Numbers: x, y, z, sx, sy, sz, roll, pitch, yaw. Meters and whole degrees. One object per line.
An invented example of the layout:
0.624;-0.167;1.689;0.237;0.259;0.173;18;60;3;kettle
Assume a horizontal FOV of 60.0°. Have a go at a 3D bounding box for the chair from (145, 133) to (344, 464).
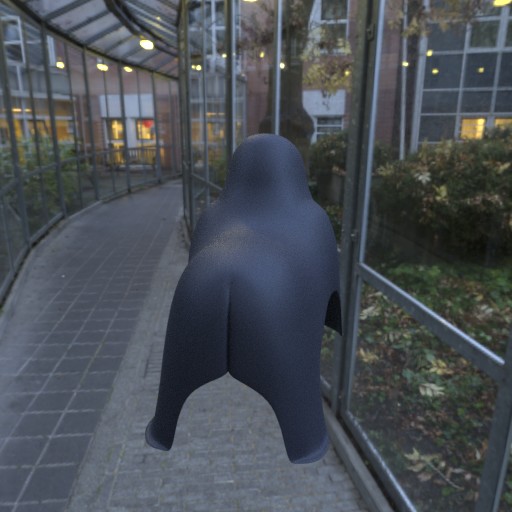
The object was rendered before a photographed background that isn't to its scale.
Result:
0.000;0.000;1.130;0.490;0.600;0.758;2;16;8;chair
